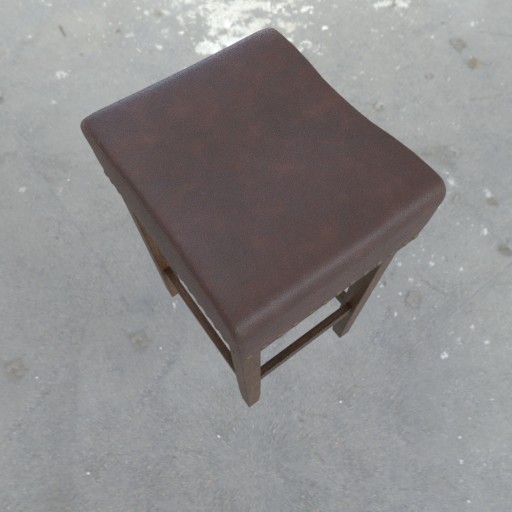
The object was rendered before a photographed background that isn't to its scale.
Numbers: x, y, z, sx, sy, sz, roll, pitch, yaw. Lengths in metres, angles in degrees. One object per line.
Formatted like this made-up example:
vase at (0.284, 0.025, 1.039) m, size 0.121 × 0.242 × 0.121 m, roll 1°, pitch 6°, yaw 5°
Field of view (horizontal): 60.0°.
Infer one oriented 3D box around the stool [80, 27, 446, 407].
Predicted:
stool at (0.000, 0.000, 1.029) m, size 0.401 × 0.769 × 0.465 m, roll -33°, pitch 68°, yaw -15°
